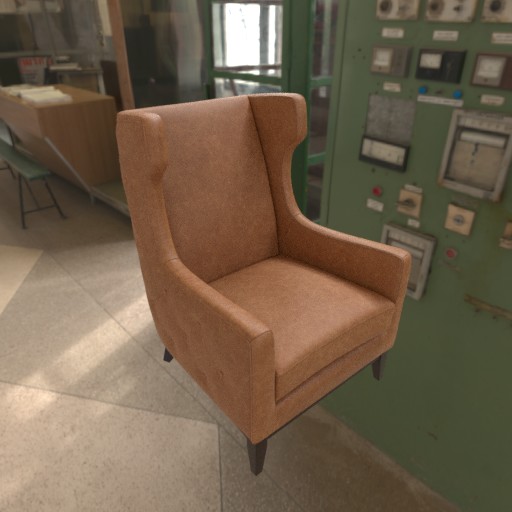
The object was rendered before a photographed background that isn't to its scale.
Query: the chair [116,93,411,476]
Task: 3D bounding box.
[{"bbox_3d":[0.000,0.000,1.684,0.766,1.079,0.899,-22,35,-35],"label":"chair"}]
